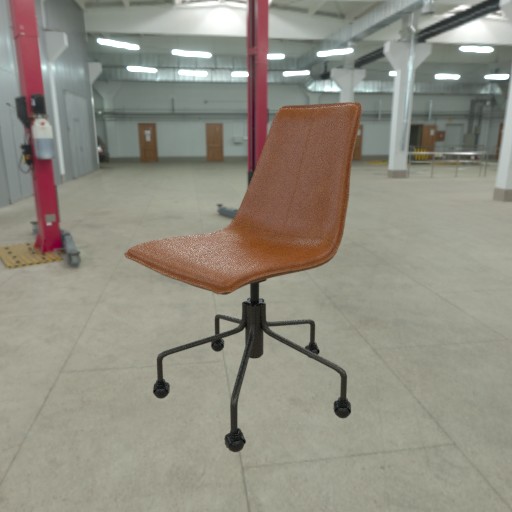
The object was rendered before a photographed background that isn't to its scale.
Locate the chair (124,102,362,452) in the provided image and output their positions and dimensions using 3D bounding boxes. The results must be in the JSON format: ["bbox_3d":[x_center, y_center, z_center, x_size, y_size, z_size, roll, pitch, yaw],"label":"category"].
[{"bbox_3d":[0.000,0.000,1.375,0.660,0.920,0.651,-14,21,-42],"label":"chair"}]
